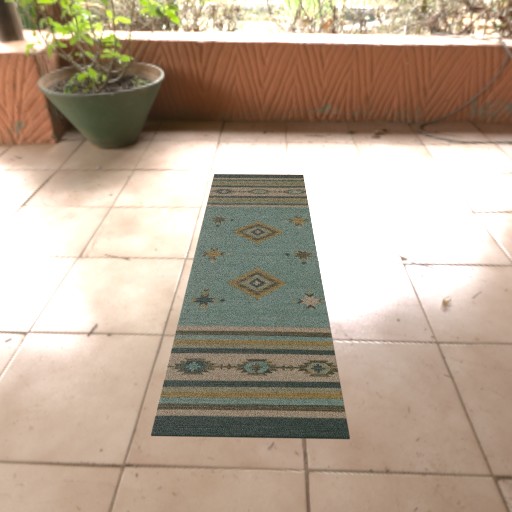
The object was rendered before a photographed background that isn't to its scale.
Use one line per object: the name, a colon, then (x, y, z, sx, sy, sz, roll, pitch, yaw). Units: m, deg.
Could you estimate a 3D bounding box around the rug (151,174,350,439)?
rug: (0.000, 0.000, 2.672, 0.744, 0.010, 2.441, 1, 34, 1)
